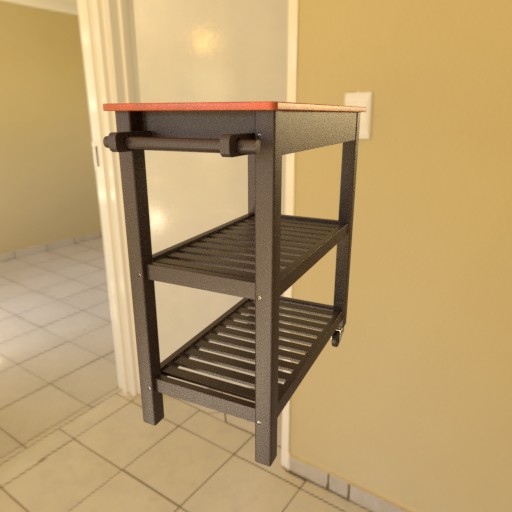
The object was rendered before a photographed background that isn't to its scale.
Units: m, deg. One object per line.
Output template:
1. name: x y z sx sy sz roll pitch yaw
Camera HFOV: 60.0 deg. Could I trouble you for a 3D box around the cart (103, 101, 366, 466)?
1. cart: 0.000 0.000 1.443 0.457 0.927 0.899 8 19 24
